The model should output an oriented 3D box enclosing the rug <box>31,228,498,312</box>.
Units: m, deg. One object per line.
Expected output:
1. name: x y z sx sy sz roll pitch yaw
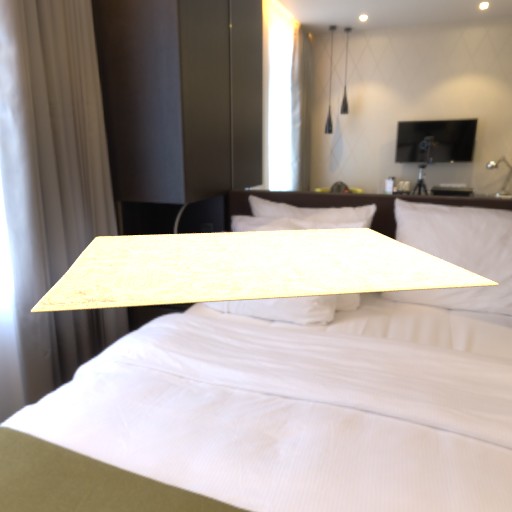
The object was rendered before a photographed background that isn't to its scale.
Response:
1. rug: 0.000 0.000 2.810 2.202 0.014 1.598 -2 14 -10
